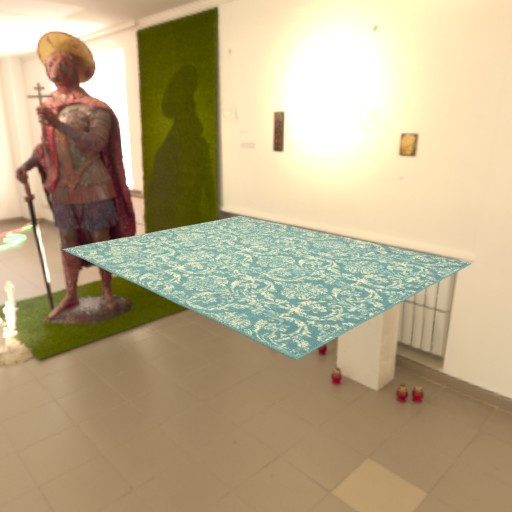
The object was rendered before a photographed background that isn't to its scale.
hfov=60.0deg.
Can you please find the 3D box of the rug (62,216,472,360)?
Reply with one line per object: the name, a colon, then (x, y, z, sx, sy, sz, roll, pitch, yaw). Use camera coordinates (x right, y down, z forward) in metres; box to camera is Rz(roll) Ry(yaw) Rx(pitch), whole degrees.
rug: (0.000, 0.000, 4.096, 2.363, 0.012, 2.980, -16, 23, -42)
